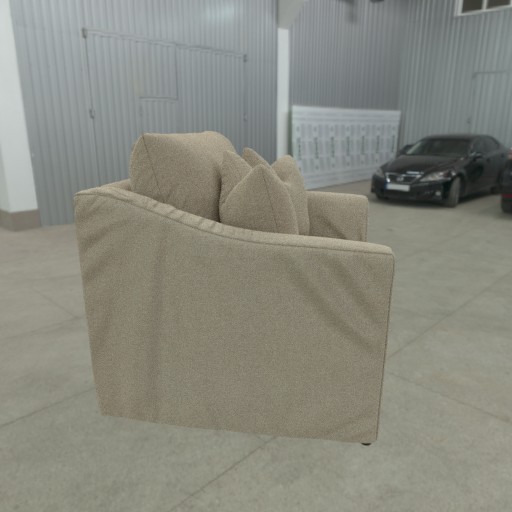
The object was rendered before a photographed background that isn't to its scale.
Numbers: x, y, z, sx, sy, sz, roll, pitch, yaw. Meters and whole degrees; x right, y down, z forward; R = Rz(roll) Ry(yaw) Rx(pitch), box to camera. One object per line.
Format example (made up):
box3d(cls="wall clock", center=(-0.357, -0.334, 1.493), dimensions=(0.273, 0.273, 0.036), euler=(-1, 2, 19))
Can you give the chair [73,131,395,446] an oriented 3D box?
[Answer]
box3d(cls="chair", center=(0.000, 0.000, 2.022), dimensions=(1.071, 1.093, 1.194), euler=(3, 16, 9))
